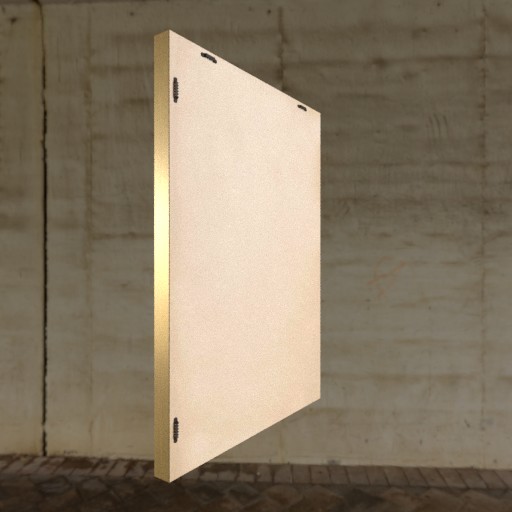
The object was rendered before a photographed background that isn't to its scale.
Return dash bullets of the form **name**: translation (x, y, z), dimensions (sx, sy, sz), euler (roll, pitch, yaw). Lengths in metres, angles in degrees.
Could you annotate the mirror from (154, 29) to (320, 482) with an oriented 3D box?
- **mirror**: translation (0.000, 0.000, 0.908), dimensions (0.040, 0.710, 0.507), euler (0, 0, 36)
